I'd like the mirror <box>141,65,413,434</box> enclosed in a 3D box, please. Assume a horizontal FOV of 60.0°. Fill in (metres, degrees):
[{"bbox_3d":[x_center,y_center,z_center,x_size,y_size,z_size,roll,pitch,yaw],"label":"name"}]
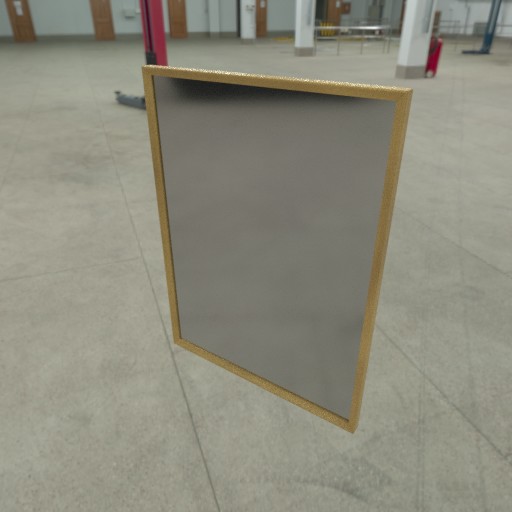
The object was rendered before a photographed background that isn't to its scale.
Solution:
[{"bbox_3d":[0.000,0.000,1.335,0.762,1.016,0.041,18,34,29],"label":"mirror"}]
